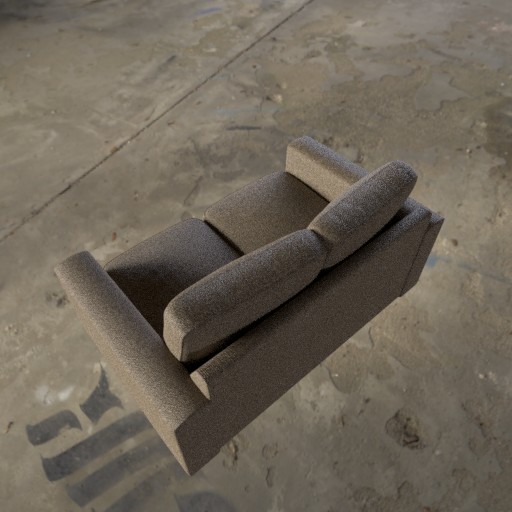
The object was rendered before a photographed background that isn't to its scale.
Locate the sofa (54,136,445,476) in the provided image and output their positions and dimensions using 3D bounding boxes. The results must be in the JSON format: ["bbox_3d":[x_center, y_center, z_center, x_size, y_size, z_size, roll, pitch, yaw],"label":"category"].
[{"bbox_3d":[0.000,0.000,2.189,1.616,0.873,1.016,-33,56,-26],"label":"sofa"}]
